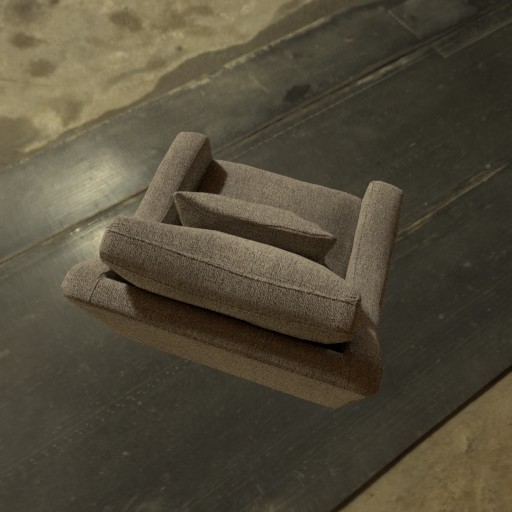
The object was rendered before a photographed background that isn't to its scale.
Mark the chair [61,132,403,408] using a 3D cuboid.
[{"bbox_3d":[0.000,0.000,1.962,1.138,1.037,1.009,17,66,8],"label":"chair"}]
